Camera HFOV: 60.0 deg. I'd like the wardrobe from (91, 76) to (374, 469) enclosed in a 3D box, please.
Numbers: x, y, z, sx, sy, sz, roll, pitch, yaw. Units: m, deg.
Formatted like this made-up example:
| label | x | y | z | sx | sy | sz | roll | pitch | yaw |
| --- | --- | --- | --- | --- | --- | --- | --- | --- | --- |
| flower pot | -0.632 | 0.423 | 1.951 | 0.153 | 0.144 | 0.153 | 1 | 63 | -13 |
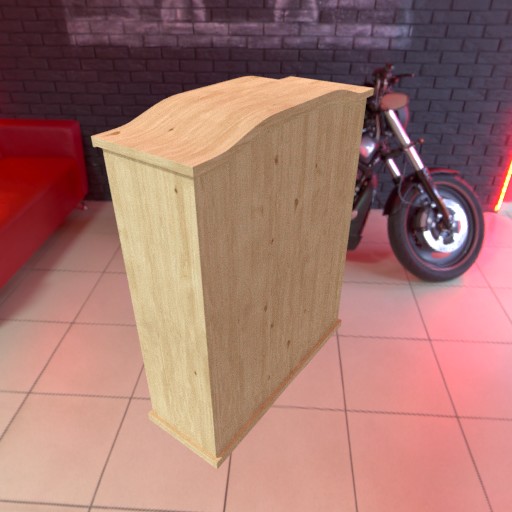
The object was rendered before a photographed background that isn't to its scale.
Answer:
| label | x | y | z | sx | sy | sz | roll | pitch | yaw |
| --- | --- | --- | --- | --- | --- | --- | --- | --- | --- |
| wardrobe | 0.000 | 0.000 | 2.636 | 0.570 | 1.870 | 1.500 | 22 | 39 | 30 |
